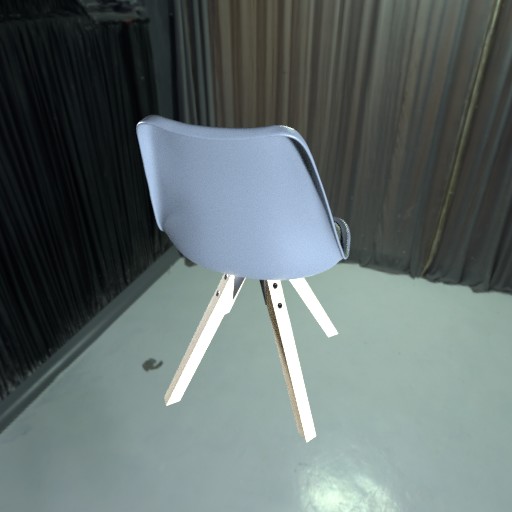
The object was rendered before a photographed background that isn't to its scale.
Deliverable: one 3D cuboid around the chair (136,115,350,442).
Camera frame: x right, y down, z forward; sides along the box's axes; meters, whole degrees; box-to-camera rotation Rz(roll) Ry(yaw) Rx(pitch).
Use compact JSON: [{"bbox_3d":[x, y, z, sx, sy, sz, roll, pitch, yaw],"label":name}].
[{"bbox_3d":[0.000,0.000,1.194,0.485,0.850,0.550,9,33,14],"label":"chair"}]
